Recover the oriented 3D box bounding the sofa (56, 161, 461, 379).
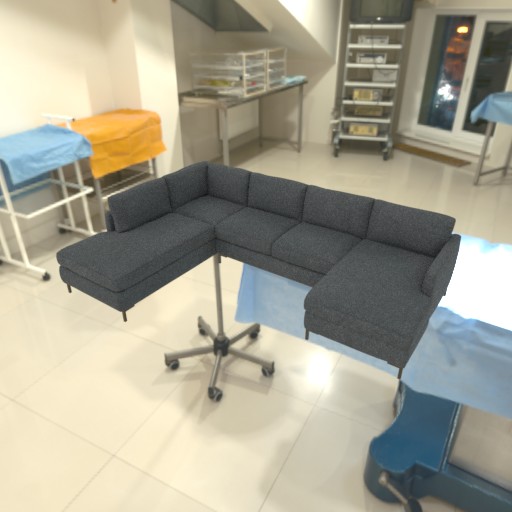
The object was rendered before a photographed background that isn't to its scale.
[{"bbox_3d":[0.000,0.000,3.867,2.956,0.813,2.007,19,34,30],"label":"sofa"}]
